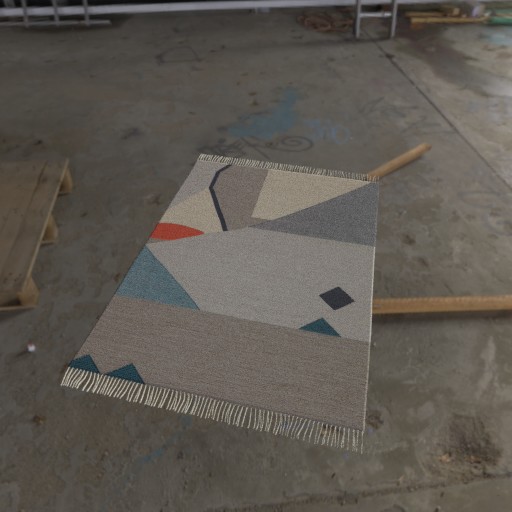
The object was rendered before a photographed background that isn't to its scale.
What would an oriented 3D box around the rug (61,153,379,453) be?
[{"bbox_3d":[0.000,0.000,2.325,1.220,0.005,1.828,9,44,10],"label":"rug"}]
